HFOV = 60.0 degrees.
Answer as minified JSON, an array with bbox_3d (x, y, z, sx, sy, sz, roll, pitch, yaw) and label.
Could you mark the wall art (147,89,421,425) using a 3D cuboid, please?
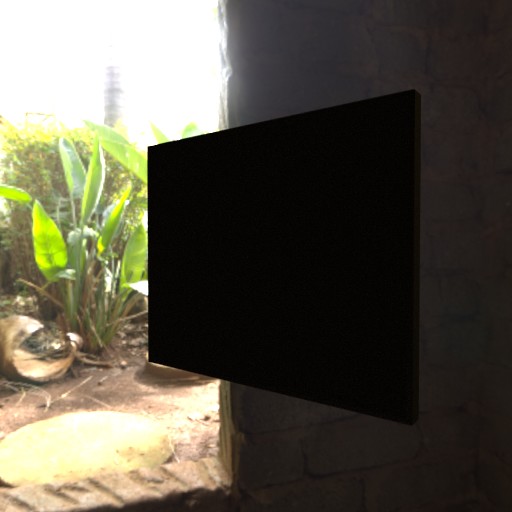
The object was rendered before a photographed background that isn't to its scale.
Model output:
[{"bbox_3d":[0.000,0.000,0.782,0.559,0.458,0.029,1,1,37],"label":"wall art"}]
